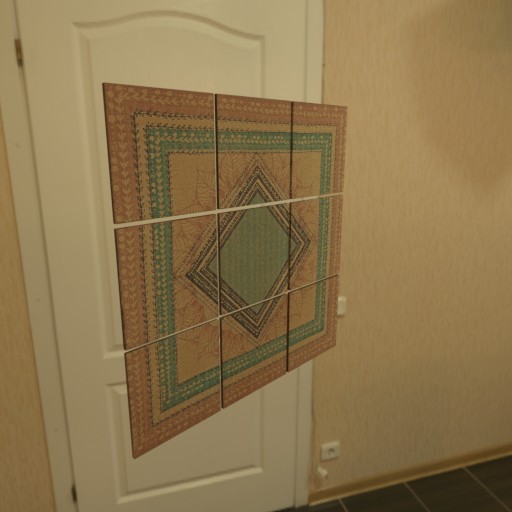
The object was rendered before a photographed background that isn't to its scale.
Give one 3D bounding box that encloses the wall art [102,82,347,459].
[{"bbox_3d":[0.000,0.000,1.796,0.013,1.213,1.215,14,20,42],"label":"wall art"}]
